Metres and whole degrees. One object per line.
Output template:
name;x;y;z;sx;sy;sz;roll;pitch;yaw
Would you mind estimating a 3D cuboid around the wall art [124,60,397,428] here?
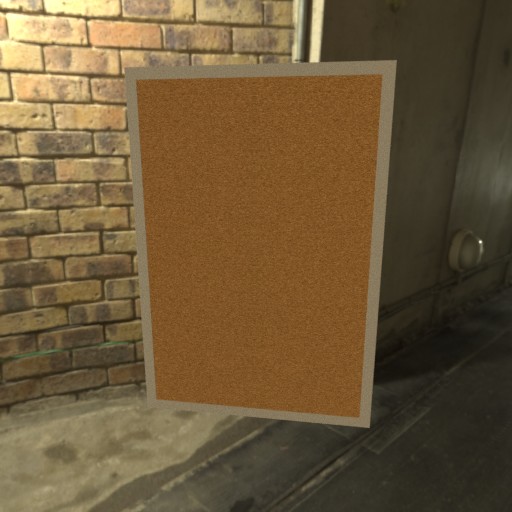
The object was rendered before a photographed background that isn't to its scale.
wall art;0.000;0.000;0.824;0.450;0.657;0.038;2;15;9
